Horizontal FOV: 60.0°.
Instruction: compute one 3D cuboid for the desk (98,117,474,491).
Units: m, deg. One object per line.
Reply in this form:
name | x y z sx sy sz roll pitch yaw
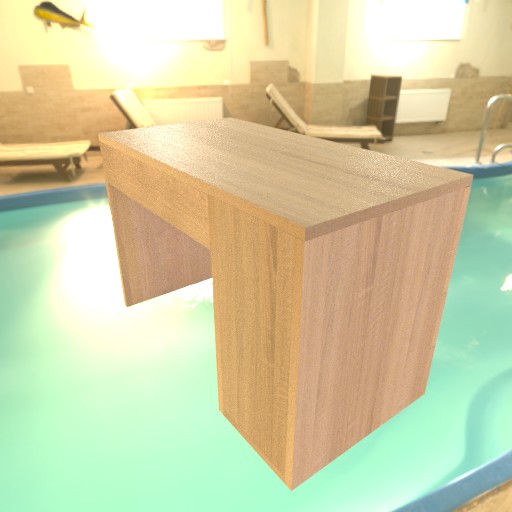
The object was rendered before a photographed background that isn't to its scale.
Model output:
desk | 0.000 0.000 1.528 0.600 0.731 1.100 -18 32 -33
